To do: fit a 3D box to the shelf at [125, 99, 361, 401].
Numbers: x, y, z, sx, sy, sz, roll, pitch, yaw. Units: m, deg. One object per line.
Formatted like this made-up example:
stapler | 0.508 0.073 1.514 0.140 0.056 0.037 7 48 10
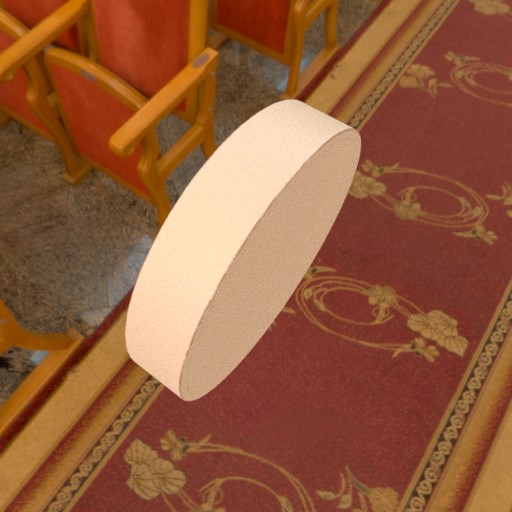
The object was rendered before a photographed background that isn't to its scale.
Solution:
shelf | 0.000 0.000 1.200 0.158 0.807 0.806 33 68 15
